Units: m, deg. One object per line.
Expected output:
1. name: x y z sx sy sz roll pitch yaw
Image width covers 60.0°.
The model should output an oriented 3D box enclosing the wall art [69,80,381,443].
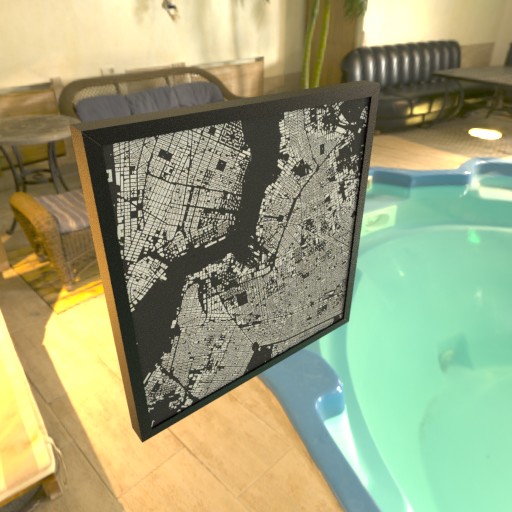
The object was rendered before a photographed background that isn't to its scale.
1. wall art: 0.000 0.000 0.747 0.506 0.506 0.038 -22 36 -33
